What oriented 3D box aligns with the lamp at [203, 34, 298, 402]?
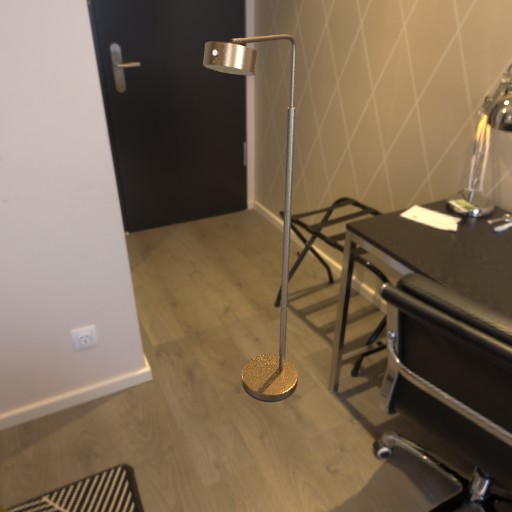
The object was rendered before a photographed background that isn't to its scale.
[{"bbox_3d":[0.000,0.000,1.378,0.219,1.230,0.418,18,34,28],"label":"lamp"}]
